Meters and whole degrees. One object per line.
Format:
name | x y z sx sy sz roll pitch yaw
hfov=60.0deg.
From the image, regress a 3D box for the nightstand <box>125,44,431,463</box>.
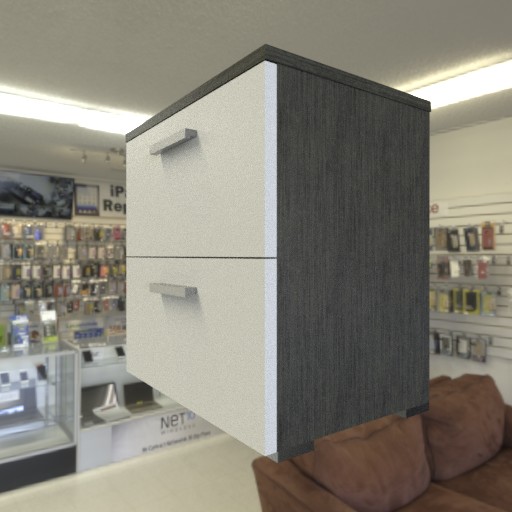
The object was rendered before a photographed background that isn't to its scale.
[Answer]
nightstand | 0.000 0.000 0.744 0.325 0.460 0.441 0 0 -36
